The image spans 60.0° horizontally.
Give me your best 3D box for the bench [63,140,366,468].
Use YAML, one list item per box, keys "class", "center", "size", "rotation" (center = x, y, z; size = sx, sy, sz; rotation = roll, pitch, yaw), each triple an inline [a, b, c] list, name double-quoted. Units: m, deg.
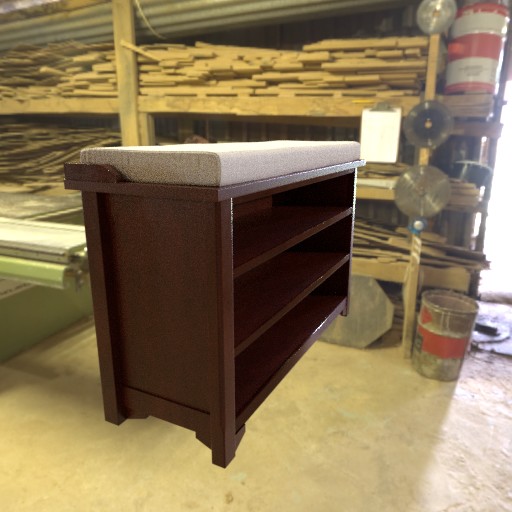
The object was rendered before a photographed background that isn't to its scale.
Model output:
- class: "bench"
  center: [0.000, 0.000, 1.311]
  size: [0.369, 0.646, 0.987]
  rotation: [8, 17, 26]
